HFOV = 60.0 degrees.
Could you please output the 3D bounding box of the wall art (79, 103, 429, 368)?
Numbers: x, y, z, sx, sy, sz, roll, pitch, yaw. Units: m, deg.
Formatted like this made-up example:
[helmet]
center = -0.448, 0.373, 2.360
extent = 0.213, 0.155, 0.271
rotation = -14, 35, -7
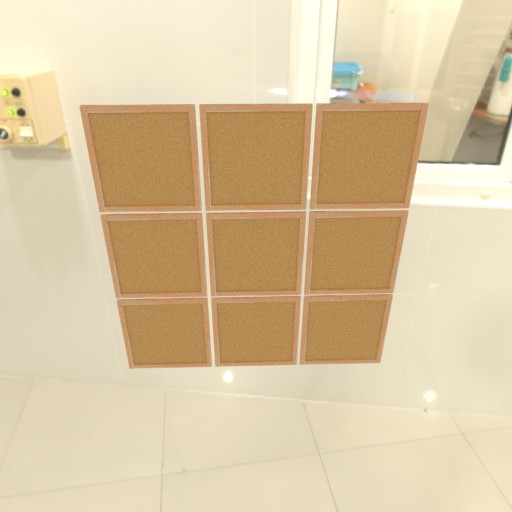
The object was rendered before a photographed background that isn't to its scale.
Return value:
[wall art]
center = 0.000, 0.000, 1.849
extent = 1.216, 1.220, 0.013
rotation = -1, 30, -2
